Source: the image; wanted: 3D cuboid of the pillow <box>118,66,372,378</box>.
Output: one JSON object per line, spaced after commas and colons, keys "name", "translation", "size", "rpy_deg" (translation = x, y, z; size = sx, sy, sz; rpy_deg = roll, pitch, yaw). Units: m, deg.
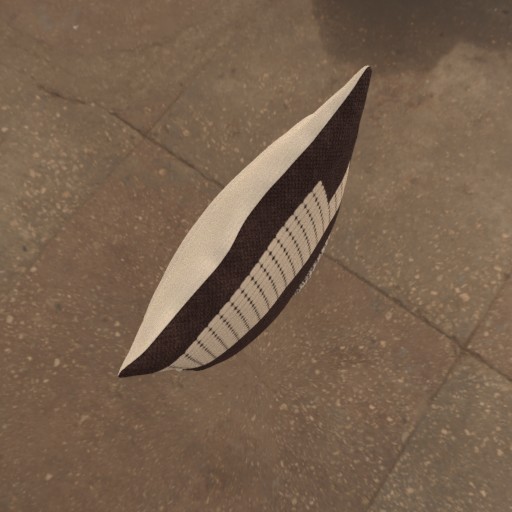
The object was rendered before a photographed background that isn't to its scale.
{"name": "pillow", "translation": [0.000, 0.000, 0.723], "size": [0.178, 0.473, 0.475], "rpy_deg": [37, 78, 9]}
